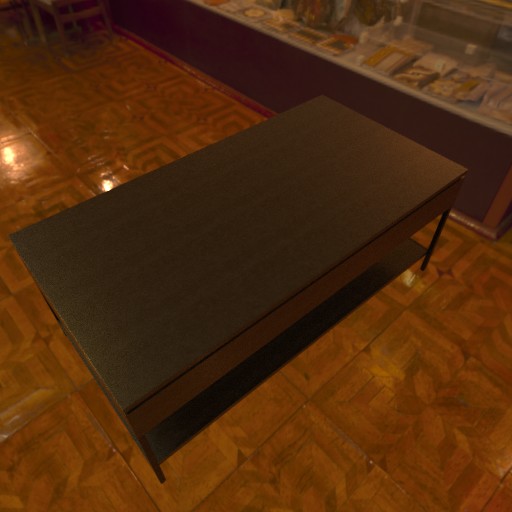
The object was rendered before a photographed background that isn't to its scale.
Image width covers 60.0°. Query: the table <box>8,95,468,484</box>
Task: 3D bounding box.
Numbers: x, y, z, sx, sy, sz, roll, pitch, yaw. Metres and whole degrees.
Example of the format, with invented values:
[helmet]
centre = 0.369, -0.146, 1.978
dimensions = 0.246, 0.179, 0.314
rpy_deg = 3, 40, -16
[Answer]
[table]
centre = 0.000, 0.000, 1.326
dimensions = 1.095, 0.435, 0.574
rpy_deg = -32, 55, -26
